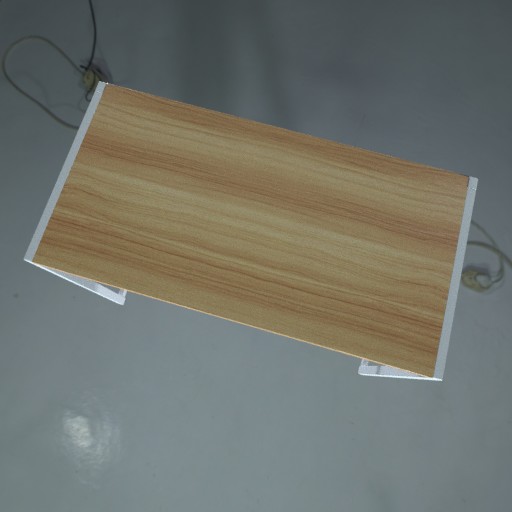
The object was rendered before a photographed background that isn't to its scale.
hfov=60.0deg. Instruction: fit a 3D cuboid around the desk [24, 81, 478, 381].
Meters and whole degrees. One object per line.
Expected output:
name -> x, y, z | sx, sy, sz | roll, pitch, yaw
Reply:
desk -> 0.000, 0.000, 1.453 | 1.016, 0.762, 0.508 | 16, 76, 4
